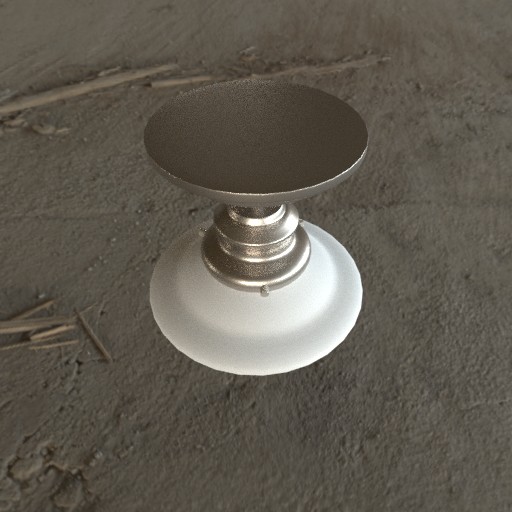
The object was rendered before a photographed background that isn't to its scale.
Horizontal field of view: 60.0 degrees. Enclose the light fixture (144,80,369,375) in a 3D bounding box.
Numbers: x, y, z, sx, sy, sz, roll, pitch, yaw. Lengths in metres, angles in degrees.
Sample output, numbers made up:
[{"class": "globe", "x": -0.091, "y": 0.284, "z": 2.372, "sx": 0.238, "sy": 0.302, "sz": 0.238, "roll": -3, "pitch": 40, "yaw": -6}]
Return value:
[{"class": "light fixture", "x": 0.000, "y": 0.000, "z": 0.396, "sx": 0.199, "sy": 0.254, "sz": 0.199, "roll": 0, "pitch": 45, "yaw": 0}]
